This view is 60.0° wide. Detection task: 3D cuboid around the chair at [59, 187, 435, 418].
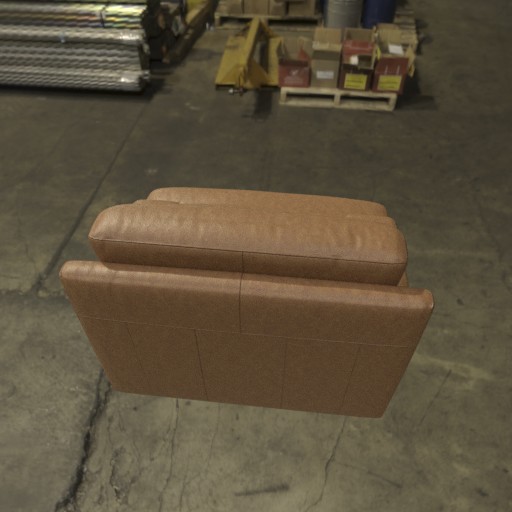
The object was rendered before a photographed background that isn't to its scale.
[{"bbox_3d":[0.000,0.000,1.977,1.276,0.978,1.050,4,46,4],"label":"chair"}]
